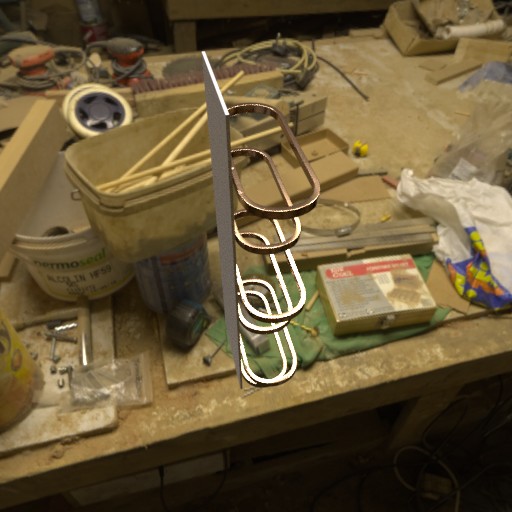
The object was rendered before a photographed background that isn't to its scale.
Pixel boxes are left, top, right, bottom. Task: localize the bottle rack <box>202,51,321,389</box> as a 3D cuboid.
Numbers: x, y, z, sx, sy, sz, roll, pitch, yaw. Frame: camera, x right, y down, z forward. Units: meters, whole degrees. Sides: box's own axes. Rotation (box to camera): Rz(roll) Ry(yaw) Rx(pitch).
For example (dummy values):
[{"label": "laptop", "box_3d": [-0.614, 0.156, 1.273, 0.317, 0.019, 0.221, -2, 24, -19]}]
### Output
[{"label": "bottle rack", "box_3d": [0.000, 0.000, 0.850, 0.118, 0.709, 0.332, -10, 48, -9]}]
